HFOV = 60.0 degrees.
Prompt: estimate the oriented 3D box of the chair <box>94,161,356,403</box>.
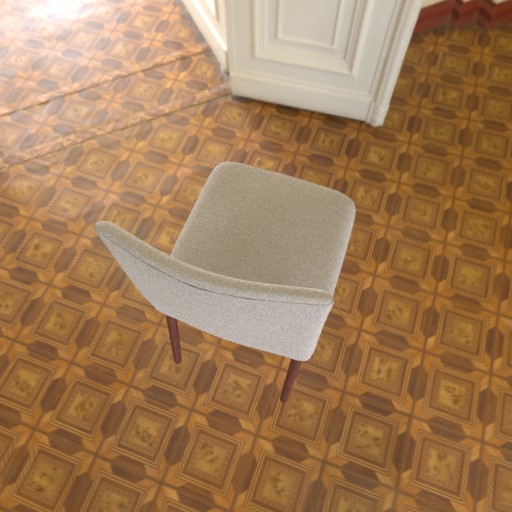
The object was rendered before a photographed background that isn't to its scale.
[{"bbox_3d":[0.000,0.000,1.199,0.456,0.859,0.570,18,65,9],"label":"chair"}]
